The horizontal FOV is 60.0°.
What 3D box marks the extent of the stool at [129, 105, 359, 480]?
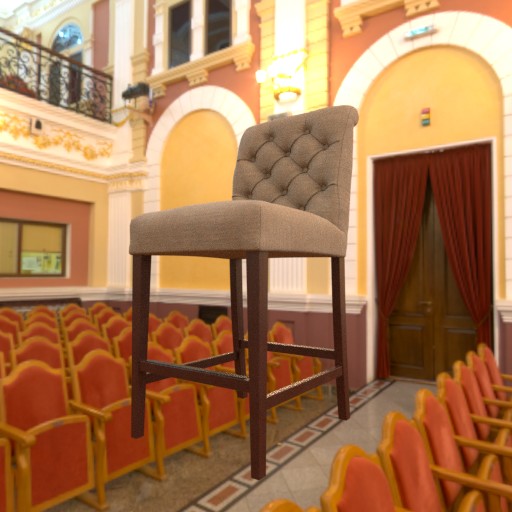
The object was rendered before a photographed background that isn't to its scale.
[{"bbox_3d":[0.000,0.000,1.450,0.486,1.084,0.660,-1,-2,36],"label":"stool"}]
